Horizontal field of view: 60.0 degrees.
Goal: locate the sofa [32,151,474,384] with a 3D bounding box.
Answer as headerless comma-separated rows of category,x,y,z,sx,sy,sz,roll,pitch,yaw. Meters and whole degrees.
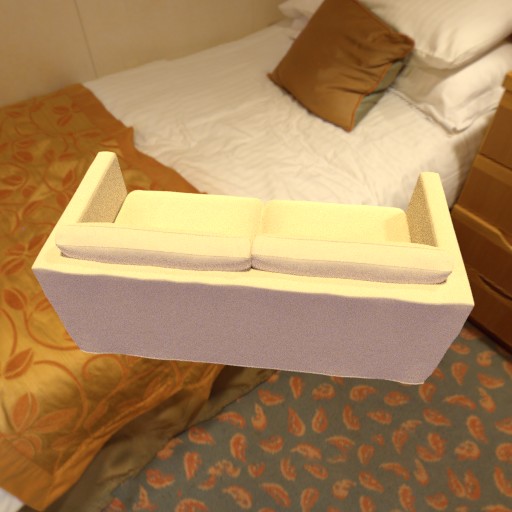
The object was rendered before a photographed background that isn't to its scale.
sofa,0.000,0.000,2.452,1.987,0.870,0.940,4,48,4
